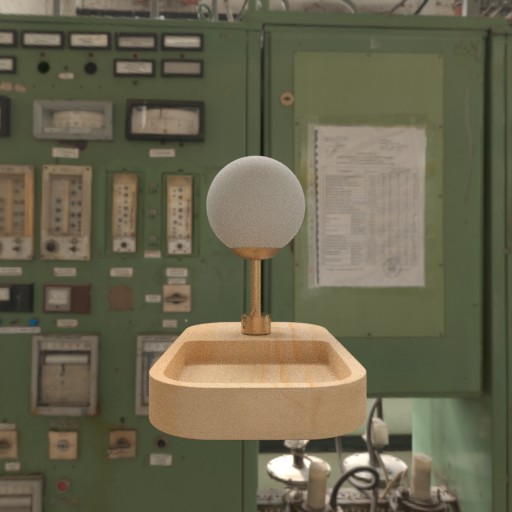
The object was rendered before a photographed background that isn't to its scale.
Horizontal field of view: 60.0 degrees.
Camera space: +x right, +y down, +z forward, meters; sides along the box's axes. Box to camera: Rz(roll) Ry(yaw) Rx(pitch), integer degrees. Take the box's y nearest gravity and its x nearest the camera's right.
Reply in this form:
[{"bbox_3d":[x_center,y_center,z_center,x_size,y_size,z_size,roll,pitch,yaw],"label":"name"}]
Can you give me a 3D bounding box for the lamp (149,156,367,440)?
[{"bbox_3d":[0.000,0.000,0.466,0.173,0.253,0.331,0,0,0],"label":"lamp"}]
